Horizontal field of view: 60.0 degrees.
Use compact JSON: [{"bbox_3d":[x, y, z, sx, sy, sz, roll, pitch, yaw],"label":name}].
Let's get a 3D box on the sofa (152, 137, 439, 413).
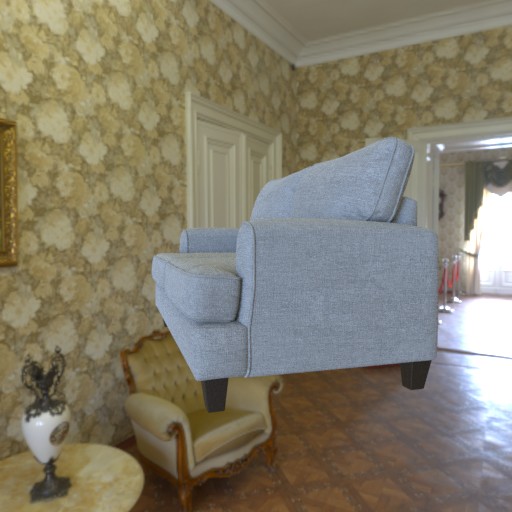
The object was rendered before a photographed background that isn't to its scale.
[{"bbox_3d":[0.000,0.000,2.281,0.965,0.965,1.651,-1,2,-17],"label":"sofa"}]
